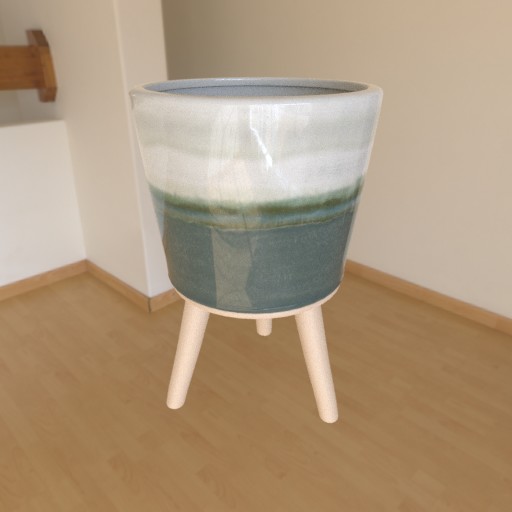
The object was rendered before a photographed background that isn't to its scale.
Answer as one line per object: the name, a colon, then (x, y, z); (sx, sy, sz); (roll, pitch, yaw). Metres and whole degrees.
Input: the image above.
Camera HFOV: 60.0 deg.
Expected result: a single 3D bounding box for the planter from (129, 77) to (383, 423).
planter: (0.000, 0.000, 0.458); (0.217, 0.331, 0.217); (9, 27, 18)
